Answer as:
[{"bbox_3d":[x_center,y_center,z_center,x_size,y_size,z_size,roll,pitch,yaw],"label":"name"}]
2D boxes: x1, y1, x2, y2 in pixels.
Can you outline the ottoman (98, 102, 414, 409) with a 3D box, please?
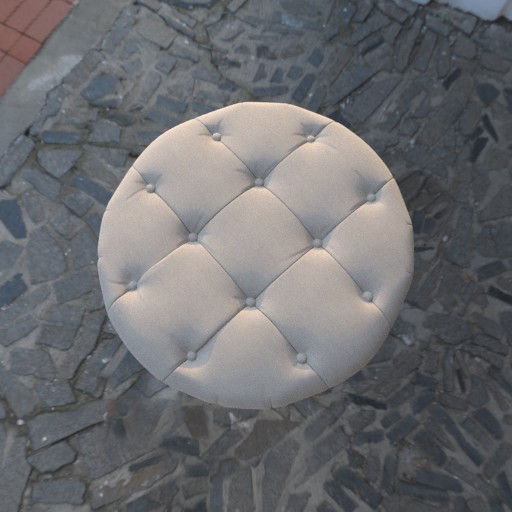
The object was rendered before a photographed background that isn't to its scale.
[{"bbox_3d":[0.000,0.000,1.400,0.901,0.439,0.901,0,76,0],"label":"ottoman"}]
